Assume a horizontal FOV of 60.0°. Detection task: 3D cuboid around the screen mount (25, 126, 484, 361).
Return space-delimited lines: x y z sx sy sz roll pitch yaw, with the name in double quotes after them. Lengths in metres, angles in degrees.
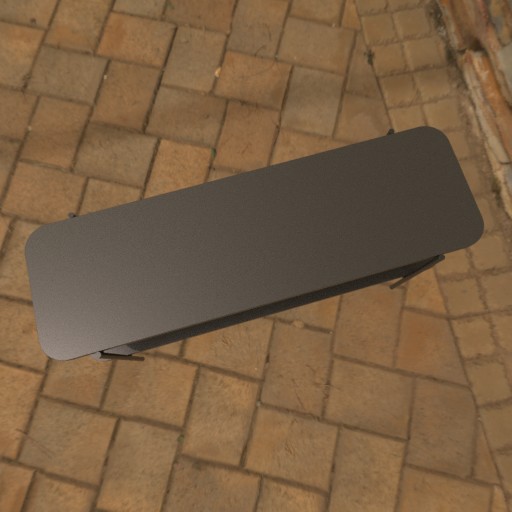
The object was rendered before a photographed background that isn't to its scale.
0.000 0.000 1.396 1.200 0.447 0.400 -15 76 -4 "screen mount"
